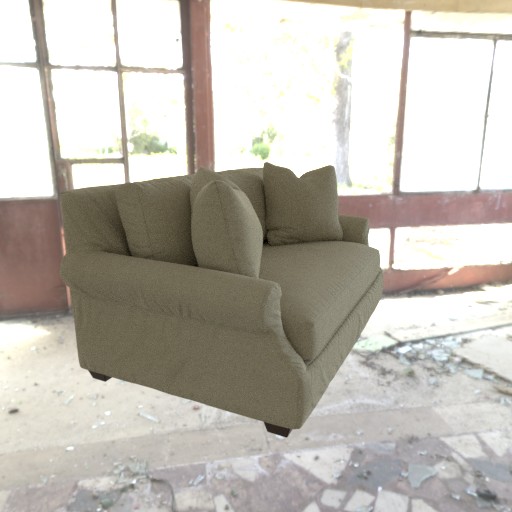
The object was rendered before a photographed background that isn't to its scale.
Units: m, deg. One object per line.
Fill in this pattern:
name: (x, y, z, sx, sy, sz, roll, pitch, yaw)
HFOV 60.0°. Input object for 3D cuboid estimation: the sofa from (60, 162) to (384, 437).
sofa: (0.000, 0.000, 2.235, 1.070, 0.905, 1.550, 7, 16, 25)
